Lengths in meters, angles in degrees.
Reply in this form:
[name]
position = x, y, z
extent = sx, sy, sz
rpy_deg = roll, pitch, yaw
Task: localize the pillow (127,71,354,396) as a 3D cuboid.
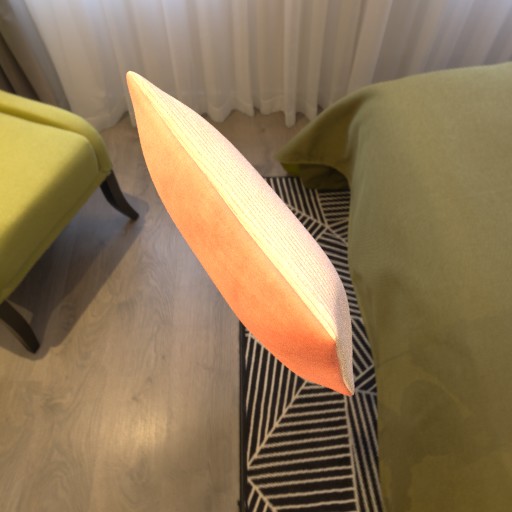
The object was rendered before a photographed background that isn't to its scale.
[pillow]
position = 0.000, 0.000, 0.645
extent = 0.177, 0.401, 0.424
rpy_deg = -28, 62, -17
